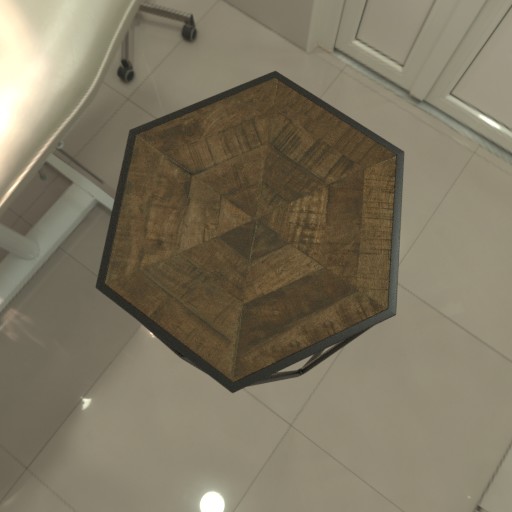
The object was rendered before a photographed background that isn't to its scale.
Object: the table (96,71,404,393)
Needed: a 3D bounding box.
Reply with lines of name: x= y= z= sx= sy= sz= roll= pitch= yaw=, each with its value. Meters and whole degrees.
table: x=0.000 y=0.000 z=1.050 sx=0.578 sy=0.564 sz=0.579 roll=35 pitch=78 yaw=8
